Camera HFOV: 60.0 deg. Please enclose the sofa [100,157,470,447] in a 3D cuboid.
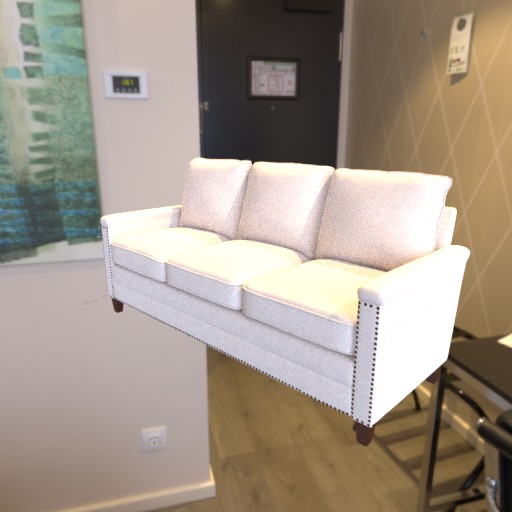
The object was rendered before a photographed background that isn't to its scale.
[{"bbox_3d":[0.000,0.000,2.382,1.925,0.961,0.828,15,21,42],"label":"sofa"}]
